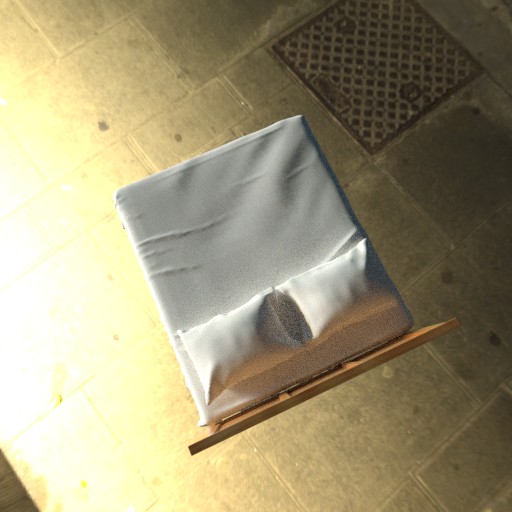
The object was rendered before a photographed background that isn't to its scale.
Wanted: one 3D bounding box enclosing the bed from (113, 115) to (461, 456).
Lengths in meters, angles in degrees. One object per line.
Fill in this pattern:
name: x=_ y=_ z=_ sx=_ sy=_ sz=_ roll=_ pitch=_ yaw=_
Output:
bed: x=0.000 y=0.000 z=3.259 sx=1.870 sy=1.273 sz=2.035 roll=-24 pitch=77 yaw=-6
